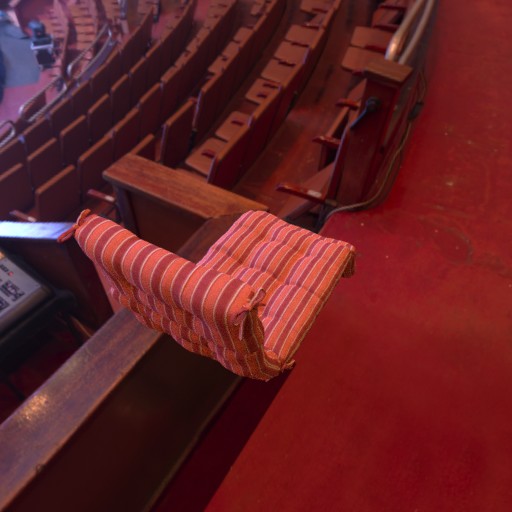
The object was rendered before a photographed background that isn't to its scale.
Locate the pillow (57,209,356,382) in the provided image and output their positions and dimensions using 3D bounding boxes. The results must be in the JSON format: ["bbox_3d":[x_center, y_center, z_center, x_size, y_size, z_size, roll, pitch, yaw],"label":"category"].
[{"bbox_3d":[0.000,0.000,1.534,0.526,0.863,1.016,23,51,20],"label":"pillow"}]
